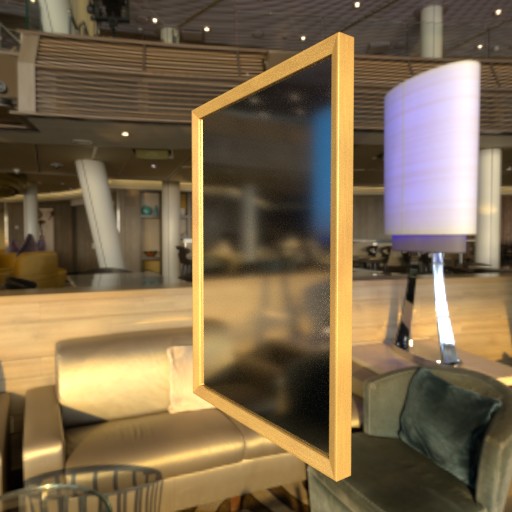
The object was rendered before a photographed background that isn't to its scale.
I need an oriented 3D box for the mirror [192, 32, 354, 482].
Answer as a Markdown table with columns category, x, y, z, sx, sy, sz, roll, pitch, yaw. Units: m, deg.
| category | x | y | z | sx | sy | sz | roll | pitch | yaw |
| --- | --- | --- | --- | --- | --- | --- | --- | --- | --- |
| mirror | 0.000 | 0.000 | 0.918 | 0.039 | 0.710 | 0.507 | -1 | 2 | -35 |
